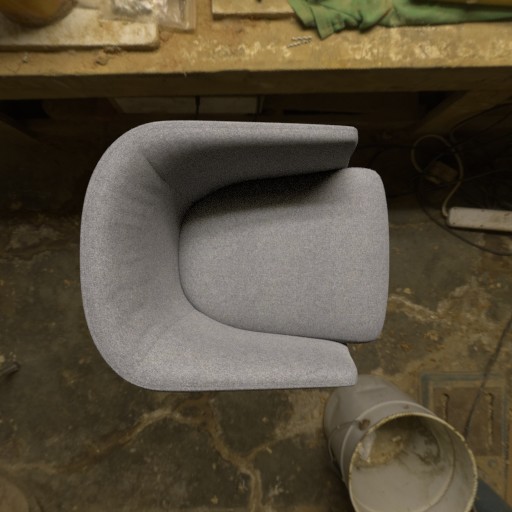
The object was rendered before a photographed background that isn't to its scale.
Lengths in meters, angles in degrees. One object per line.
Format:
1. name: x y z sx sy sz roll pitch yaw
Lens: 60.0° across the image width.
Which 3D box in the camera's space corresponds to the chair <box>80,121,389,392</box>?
1. chair: 0.000 0.000 1.644 0.986 0.861 0.822 0 90 0
